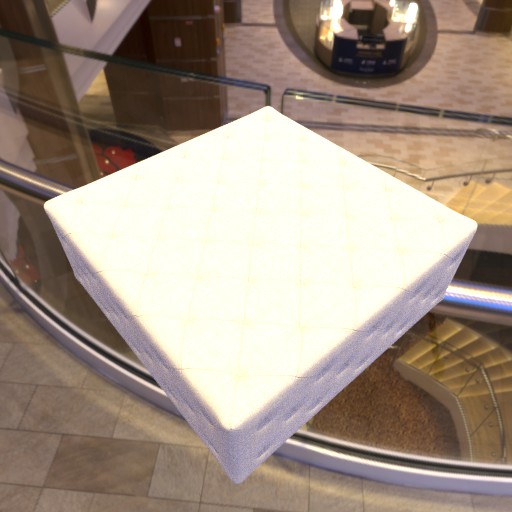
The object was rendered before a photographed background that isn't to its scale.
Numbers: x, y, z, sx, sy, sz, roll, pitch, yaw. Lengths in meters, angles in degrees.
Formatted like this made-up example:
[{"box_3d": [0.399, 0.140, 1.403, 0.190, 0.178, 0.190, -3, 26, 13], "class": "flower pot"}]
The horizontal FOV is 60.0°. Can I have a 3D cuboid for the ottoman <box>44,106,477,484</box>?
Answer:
[{"box_3d": [0.000, 0.000, 1.596, 1.028, 0.439, 1.028, -32, 54, -27], "class": "ottoman"}]
